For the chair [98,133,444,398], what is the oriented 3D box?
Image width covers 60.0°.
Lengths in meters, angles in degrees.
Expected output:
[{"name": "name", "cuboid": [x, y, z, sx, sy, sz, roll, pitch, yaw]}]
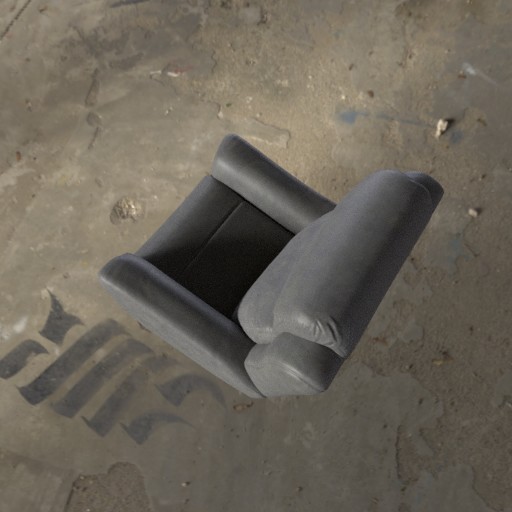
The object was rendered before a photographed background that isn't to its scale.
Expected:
[{"name": "chair", "cuboid": [0.000, 0.000, 1.918, 1.068, 1.116, 0.967, 32, 67, 15]}]
